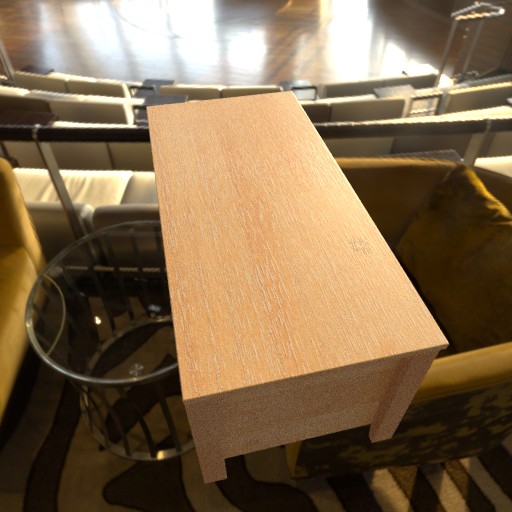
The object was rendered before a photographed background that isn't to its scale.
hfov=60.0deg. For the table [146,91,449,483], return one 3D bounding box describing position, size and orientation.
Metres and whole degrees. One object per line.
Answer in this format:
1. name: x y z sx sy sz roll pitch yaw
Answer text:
1. table: 0.000 0.000 1.272 0.483 0.457 1.016 -9 47 -9
